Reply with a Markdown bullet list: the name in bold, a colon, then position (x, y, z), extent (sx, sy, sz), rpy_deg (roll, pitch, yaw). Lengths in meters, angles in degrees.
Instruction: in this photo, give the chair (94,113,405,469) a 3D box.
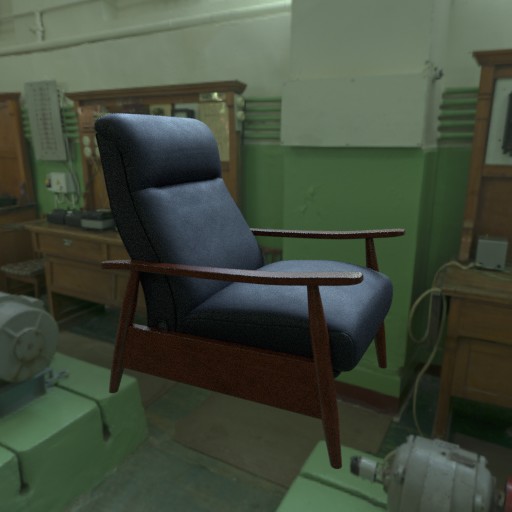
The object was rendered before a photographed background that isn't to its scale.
- **chair**: position (0.000, 0.000, 1.759), extent (1.014, 1.082, 0.762), rpy_deg (7, 16, 26)
